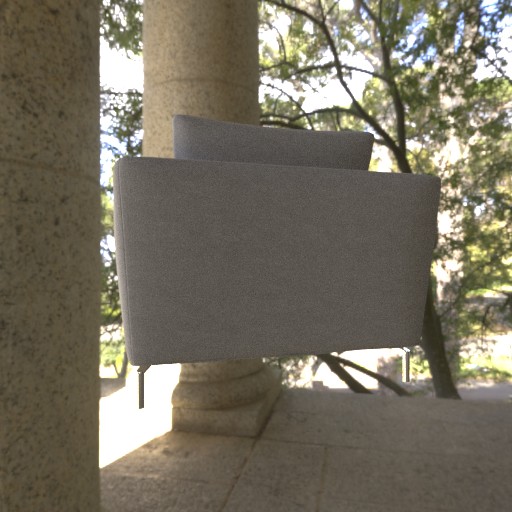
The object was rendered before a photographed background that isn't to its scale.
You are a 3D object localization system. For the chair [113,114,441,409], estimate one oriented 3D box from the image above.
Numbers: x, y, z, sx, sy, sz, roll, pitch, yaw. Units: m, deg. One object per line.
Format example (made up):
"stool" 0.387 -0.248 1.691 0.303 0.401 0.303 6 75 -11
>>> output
"chair" 0.000 0.000 1.700 1.041 0.864 0.889 0 0 -17
